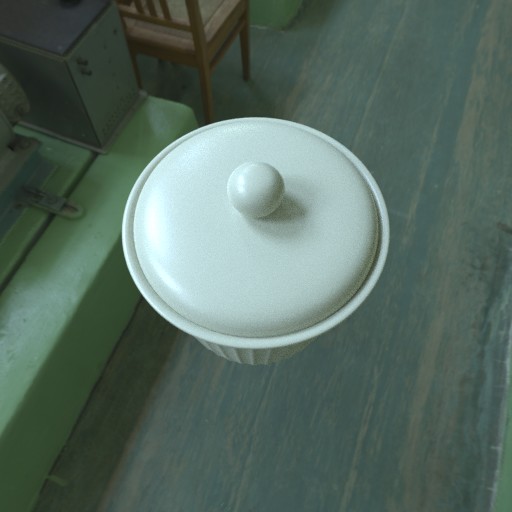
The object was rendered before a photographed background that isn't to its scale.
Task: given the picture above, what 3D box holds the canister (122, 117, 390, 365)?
[{"bbox_3d":[0.000,0.000,0.354,0.181,0.211,0.181,0,63,0],"label":"canister"}]
